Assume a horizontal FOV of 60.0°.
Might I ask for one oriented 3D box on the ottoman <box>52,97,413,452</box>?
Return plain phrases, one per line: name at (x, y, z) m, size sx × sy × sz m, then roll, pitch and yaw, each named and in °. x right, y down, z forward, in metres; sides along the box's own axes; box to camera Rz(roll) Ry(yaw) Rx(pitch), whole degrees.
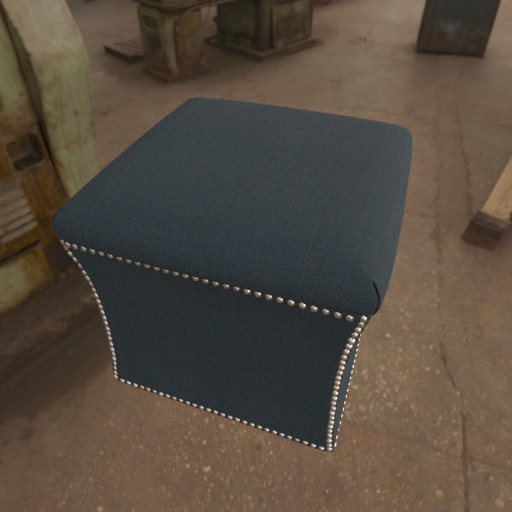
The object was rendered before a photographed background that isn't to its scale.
ottoman at (0.000, 0.000, 0.893) m, size 0.507 × 0.475 × 0.497 m, roll 13°, pitch 43°, yaw 15°
